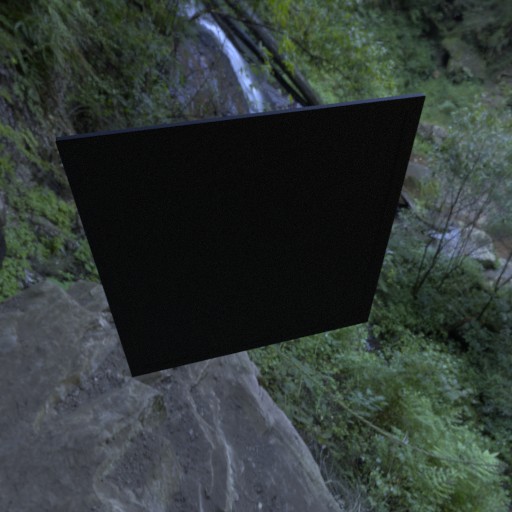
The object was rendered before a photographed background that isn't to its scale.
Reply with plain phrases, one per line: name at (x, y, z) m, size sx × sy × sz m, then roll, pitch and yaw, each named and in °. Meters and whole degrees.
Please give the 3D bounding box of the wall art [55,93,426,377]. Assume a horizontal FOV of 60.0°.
wall art at (0.000, 0.000, 0.839) m, size 0.562 × 0.558 × 0.012 m, roll -11°, pitch 43°, yaw -12°
